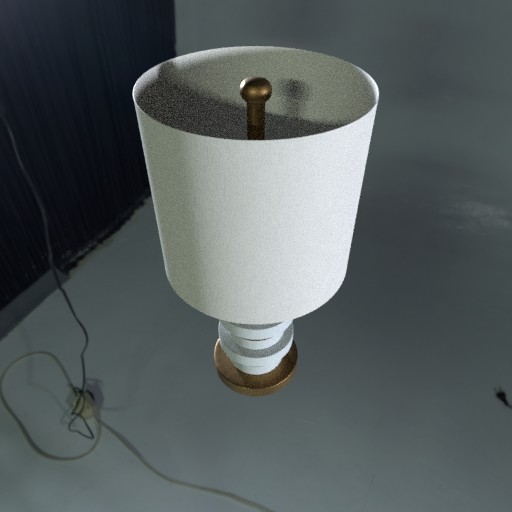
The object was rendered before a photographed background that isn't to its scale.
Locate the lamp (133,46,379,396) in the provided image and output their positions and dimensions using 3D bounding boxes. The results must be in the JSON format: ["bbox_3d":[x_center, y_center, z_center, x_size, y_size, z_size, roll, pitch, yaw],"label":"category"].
[{"bbox_3d":[0.000,0.000,0.518,0.210,0.410,0.210,14,44,15],"label":"lamp"}]
